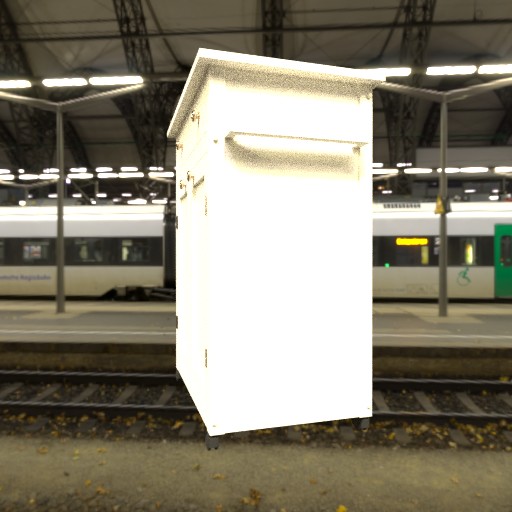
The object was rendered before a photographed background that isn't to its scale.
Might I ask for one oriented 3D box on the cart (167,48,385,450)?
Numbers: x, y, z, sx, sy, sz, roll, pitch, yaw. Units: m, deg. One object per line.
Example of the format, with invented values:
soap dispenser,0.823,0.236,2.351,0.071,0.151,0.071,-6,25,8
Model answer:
cart,0.000,0.000,1.293,0.442,0.864,0.683,0,0,-17
